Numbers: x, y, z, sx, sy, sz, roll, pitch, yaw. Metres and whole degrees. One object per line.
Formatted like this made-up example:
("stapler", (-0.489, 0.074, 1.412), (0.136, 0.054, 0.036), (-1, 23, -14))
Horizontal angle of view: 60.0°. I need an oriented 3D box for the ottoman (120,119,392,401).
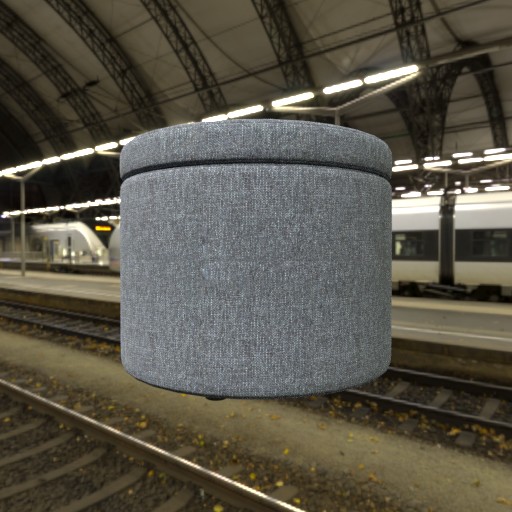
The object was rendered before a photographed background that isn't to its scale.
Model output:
("ottoman", (0.000, 0.000, 0.854), (0.500, 0.419, 0.500), (0, 1, 0))
